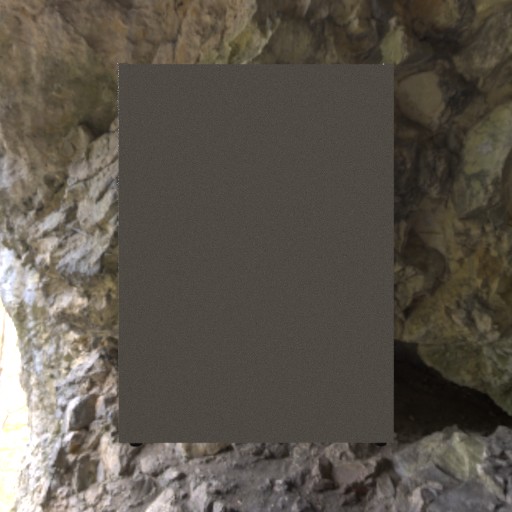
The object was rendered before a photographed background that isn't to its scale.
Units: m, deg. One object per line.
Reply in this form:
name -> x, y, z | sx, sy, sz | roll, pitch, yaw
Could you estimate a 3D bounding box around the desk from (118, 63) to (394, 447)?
desk -> 0.000, 0.000, 1.563 | 0.850, 1.190, 0.390 | 0, 0, 0
